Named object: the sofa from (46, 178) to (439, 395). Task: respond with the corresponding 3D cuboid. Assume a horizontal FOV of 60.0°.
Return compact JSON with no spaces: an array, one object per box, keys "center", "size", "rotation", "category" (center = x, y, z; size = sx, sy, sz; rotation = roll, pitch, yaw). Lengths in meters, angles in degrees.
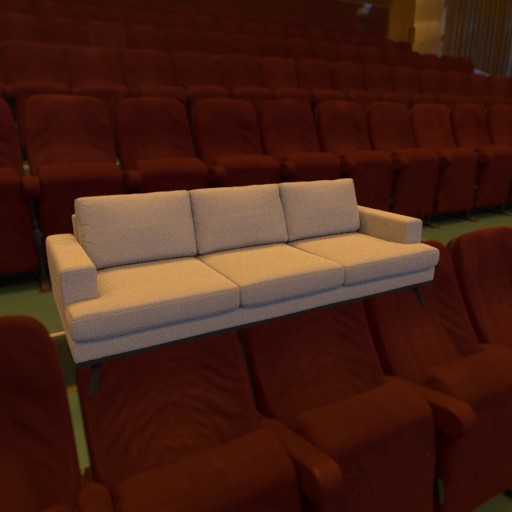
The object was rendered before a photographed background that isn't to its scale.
[{"center":[0.000,0.000,2.777],"size":[2.310,0.810,0.920],"rotation":[-9,18,-28],"category":"sofa"}]
